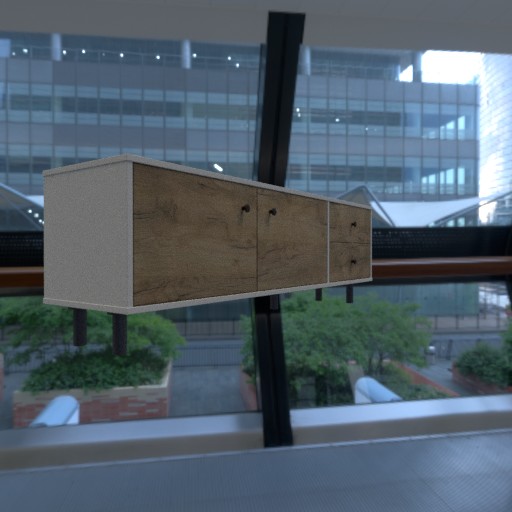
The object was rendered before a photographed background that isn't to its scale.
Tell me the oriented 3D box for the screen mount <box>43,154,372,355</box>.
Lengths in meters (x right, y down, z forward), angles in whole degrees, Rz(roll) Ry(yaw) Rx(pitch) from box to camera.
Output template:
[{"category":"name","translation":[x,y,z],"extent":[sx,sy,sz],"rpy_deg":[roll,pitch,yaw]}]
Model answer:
[{"category":"screen mount","translation":[0.000,0.000,1.856],"extent":[0.418,0.520,1.600],"rpy_deg":[0,1,36]}]
